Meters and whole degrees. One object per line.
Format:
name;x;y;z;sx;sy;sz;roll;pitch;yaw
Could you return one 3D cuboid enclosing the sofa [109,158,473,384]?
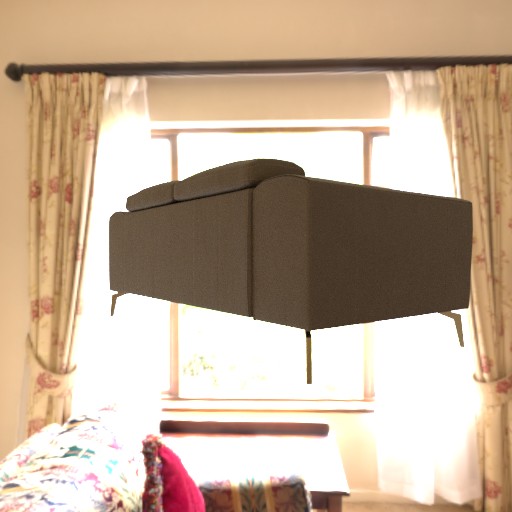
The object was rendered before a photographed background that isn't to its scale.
sofa;0.000;0.000;2.387;1.003;0.779;1.895;0;0;-37
